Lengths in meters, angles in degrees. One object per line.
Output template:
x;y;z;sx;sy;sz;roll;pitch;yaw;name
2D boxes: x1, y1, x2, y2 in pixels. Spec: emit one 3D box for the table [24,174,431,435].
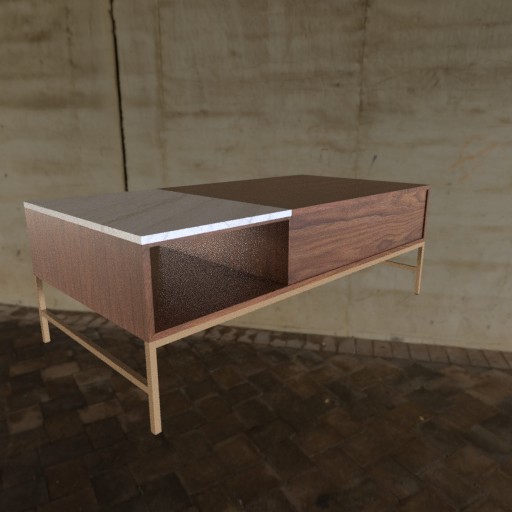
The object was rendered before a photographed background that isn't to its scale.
0.000;0.000;1.913;0.789;0.551;1.553;15;21;43;table
